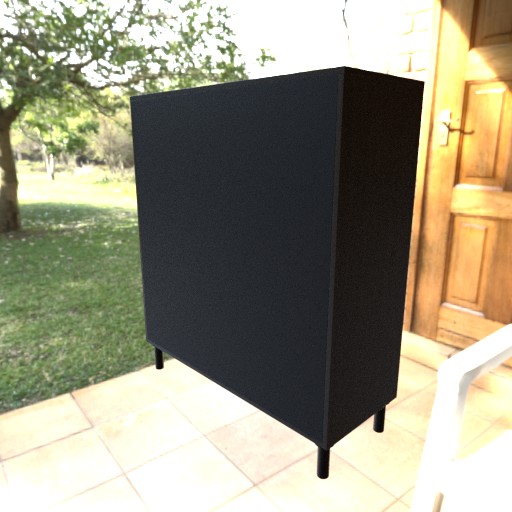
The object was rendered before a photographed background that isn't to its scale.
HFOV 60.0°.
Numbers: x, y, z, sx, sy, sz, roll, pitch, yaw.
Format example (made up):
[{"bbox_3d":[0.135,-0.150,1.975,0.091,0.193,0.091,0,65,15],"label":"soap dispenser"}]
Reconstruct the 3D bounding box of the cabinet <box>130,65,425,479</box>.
[{"bbox_3d":[0.000,0.000,1.658,0.400,1.170,1.010,-14,20,-42],"label":"cabinet"}]
